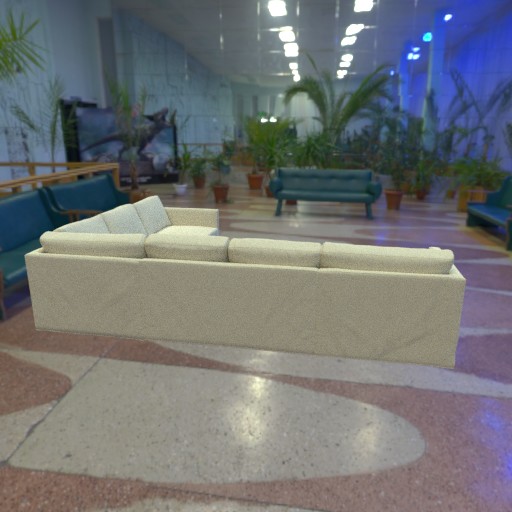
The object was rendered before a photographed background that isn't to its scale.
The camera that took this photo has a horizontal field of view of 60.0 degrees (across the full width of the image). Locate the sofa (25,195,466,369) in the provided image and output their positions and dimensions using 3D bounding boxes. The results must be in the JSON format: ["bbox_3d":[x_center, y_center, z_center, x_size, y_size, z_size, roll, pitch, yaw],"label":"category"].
[{"bbox_3d":[0.000,0.000,4.549,3.464,0.882,2.448,3,16,10],"label":"sofa"}]
